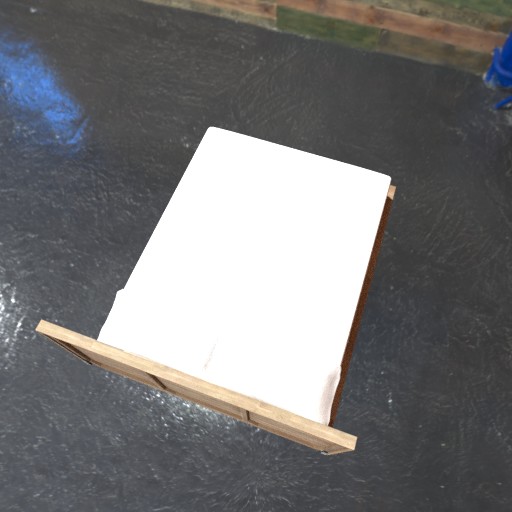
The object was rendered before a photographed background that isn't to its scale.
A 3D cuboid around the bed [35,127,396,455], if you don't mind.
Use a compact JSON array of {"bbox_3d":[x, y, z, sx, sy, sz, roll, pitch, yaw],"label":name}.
[{"bbox_3d":[0.000,0.000,3.173,1.759,1.071,2.145,18,65,9],"label":"bed"}]
